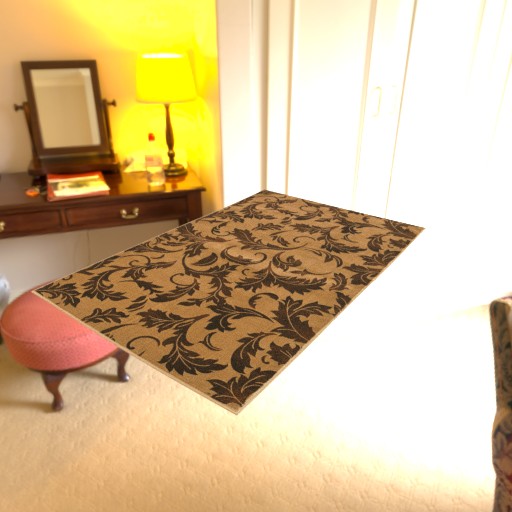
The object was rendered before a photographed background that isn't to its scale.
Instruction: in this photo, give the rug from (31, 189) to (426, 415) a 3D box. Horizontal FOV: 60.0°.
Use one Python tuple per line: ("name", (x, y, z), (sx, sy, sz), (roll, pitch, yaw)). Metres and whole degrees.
("rug", (0.000, 0.000, 2.926), (1.522, 0.008, 2.284), (19, 32, 32))
